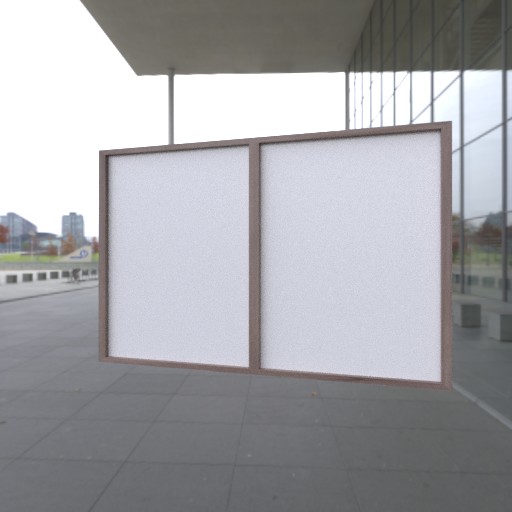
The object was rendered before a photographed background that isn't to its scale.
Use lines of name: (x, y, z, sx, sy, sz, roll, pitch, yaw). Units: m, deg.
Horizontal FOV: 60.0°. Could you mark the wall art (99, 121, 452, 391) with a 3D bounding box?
wall art: (0.000, 0.000, 1.134, 0.919, 0.598, 0.038, 0, 0, 17)
